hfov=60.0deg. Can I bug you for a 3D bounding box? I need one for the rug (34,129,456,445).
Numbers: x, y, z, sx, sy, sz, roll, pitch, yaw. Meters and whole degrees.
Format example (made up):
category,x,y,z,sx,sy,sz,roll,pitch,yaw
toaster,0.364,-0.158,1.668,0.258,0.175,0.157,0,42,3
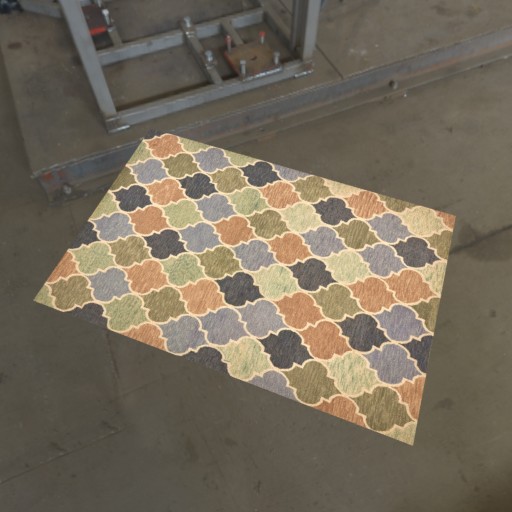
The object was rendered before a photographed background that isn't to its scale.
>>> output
category,x,y,z,sx,sy,sz,roll,pitch,yaw
rug,0.000,0.000,2.255,1.828,0.006,1.216,18,62,10
